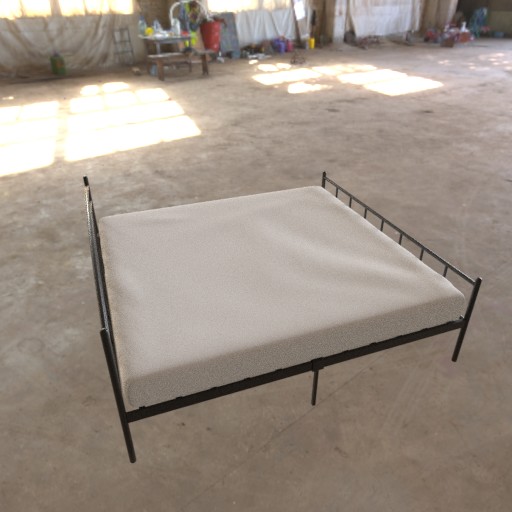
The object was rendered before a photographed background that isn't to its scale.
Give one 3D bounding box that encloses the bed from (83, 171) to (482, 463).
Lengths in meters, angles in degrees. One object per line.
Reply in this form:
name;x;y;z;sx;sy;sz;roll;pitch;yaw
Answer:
bed;0.000;0.000;3.030;2.040;0.940;1.880;-11;33;-18
